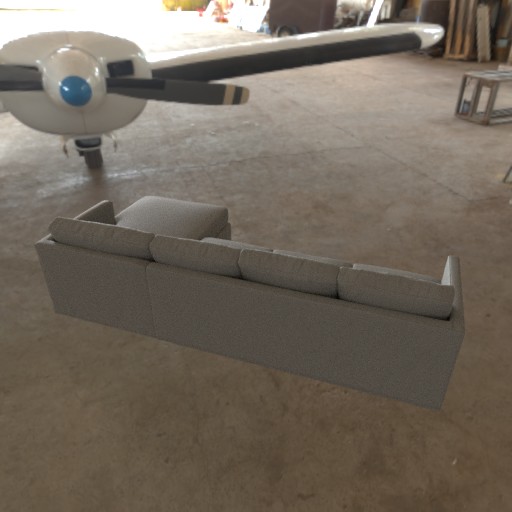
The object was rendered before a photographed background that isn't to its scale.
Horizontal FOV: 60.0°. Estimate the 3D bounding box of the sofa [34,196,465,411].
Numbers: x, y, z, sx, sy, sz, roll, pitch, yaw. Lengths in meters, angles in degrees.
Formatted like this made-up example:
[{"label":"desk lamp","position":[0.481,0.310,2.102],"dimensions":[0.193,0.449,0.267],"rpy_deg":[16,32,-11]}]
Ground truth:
[{"label":"sofa","position":[0.000,0.000,3.818],"dimensions":[3.177,0.867,1.622],"rpy_deg":[10,33,17]}]
